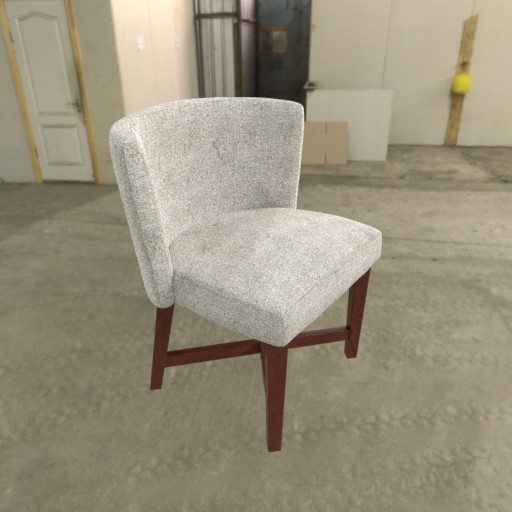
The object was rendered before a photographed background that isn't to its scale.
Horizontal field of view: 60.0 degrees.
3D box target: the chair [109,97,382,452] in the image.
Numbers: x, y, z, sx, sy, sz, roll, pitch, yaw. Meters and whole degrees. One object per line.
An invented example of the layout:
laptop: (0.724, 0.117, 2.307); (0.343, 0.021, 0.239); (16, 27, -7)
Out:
chair: (0.000, 0.000, 1.295); (0.575, 0.827, 0.728); (18, 32, 32)
